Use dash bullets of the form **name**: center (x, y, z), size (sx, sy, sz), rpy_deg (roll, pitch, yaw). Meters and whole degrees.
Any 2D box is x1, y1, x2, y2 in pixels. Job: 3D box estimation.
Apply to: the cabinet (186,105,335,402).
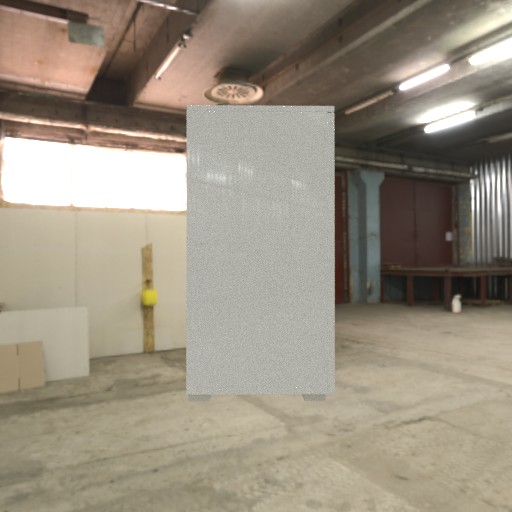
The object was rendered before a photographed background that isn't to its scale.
- **cabinet**: center (0.000, 0.000, 2.021), size (0.400, 0.800, 1.650), rpy_deg (0, 0, -1)
